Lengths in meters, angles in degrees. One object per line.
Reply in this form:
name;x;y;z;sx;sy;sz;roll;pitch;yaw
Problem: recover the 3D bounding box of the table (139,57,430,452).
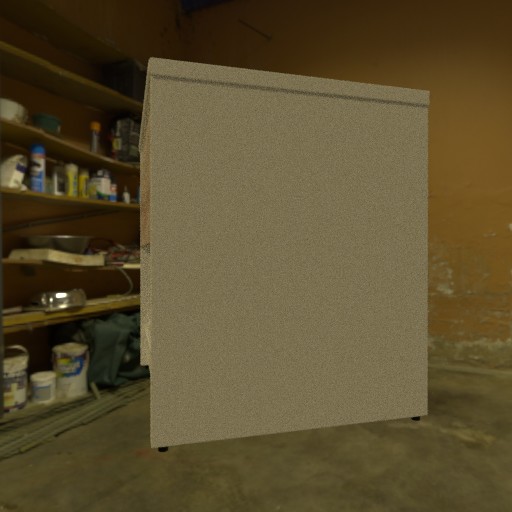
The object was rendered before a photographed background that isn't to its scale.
table;0.000;0.000;0.765;0.380;0.460;0.420;0;0;-16
